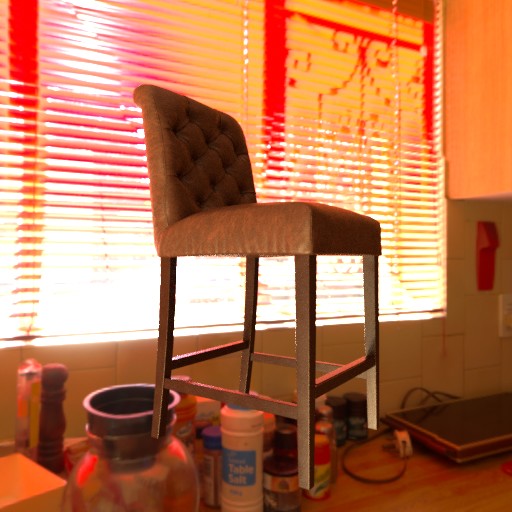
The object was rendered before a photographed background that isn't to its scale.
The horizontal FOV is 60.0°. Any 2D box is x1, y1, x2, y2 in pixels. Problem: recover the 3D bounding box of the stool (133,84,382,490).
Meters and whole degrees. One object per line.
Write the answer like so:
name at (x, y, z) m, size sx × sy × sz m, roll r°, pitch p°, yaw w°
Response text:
stool at (0.000, 0.000, 1.392) m, size 0.660 × 1.084 × 0.486 m, roll 0°, pitch -1°, yaw 35°
